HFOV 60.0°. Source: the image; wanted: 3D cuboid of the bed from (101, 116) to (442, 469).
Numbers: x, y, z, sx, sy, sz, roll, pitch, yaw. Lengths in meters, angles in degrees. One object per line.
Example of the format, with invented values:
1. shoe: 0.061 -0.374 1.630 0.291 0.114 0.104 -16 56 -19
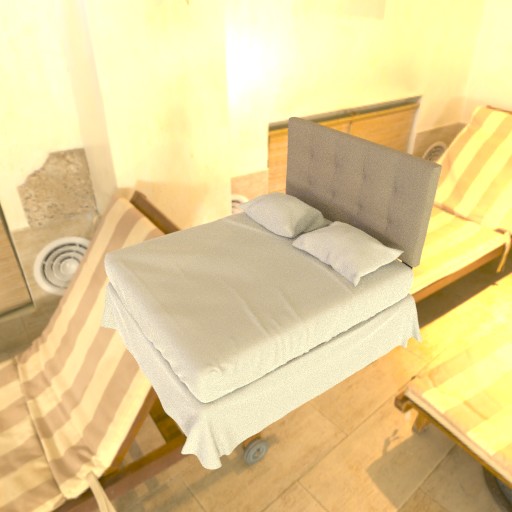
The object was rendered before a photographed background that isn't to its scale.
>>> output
1. bed: 0.000 0.000 3.545 2.222 1.577 1.936 -20 37 -29
